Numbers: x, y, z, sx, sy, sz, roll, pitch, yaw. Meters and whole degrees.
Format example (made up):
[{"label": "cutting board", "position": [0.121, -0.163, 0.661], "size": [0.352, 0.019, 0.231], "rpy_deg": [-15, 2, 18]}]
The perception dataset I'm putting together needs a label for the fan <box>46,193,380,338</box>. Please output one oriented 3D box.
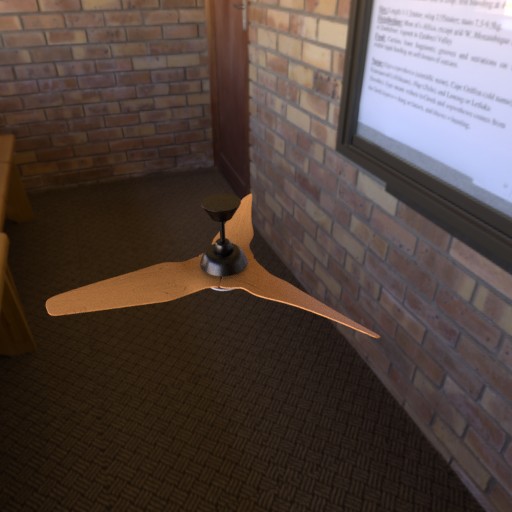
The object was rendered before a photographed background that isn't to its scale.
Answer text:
[{"label": "fan", "position": [0.000, 0.000, 1.625], "size": [1.010, 0.355, 1.142], "rpy_deg": [22, 39, 30]}]
